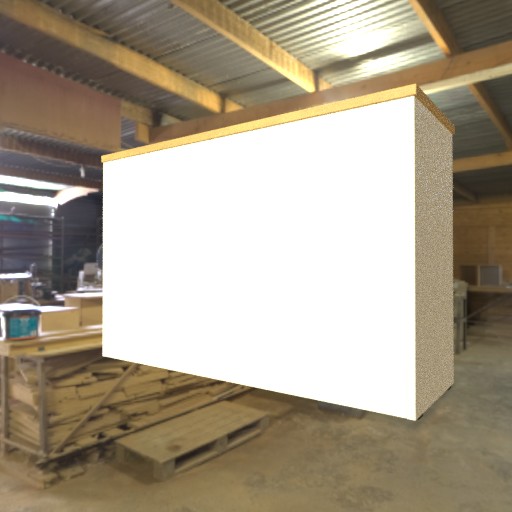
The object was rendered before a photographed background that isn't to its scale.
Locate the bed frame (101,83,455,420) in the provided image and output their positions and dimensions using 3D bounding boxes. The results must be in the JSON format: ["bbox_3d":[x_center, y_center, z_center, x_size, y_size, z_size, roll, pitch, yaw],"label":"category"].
[{"bbox_3d":[0.000,0.000,1.657,1.300,0.850,0.430,-1,-1,36],"label":"bed frame"}]
